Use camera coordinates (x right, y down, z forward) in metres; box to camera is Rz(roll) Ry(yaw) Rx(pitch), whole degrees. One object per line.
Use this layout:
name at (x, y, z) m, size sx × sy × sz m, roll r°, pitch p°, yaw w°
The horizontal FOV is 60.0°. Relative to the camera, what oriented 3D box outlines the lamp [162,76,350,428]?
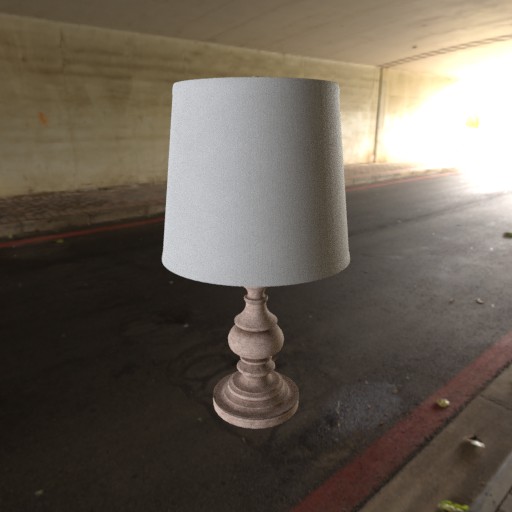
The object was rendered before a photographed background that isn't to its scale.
lamp at (0.000, 0.000, 0.657) m, size 0.273 × 0.497 × 0.273 m, roll 0°, pitch 16°, yaw 0°
